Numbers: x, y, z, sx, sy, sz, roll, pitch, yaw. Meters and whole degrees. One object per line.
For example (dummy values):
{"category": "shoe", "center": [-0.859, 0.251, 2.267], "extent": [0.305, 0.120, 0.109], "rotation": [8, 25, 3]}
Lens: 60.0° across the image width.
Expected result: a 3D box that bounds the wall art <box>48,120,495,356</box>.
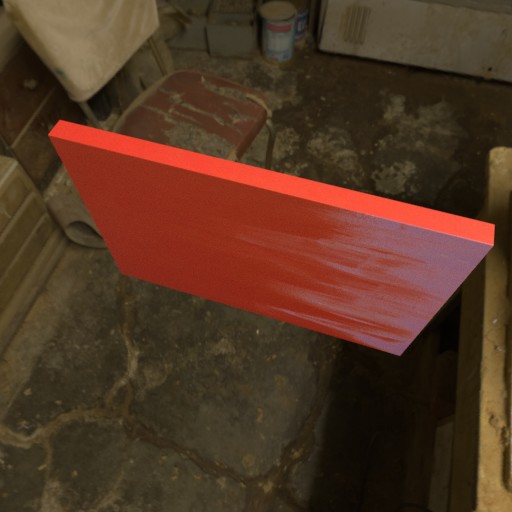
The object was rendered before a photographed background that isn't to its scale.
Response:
{"category": "wall art", "center": [0.000, 0.000, 0.758], "extent": [0.607, 0.405, 0.033], "rotation": [15, 60, 9]}
